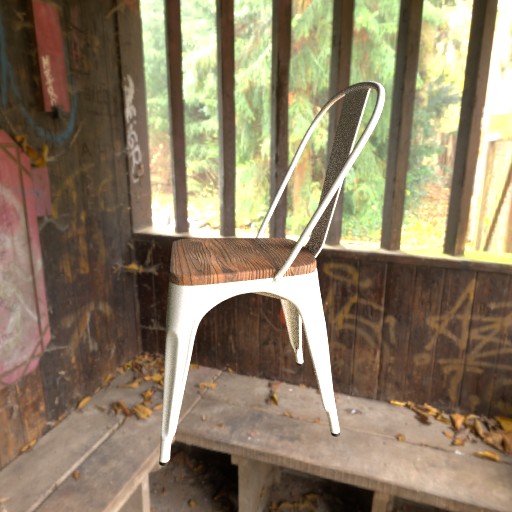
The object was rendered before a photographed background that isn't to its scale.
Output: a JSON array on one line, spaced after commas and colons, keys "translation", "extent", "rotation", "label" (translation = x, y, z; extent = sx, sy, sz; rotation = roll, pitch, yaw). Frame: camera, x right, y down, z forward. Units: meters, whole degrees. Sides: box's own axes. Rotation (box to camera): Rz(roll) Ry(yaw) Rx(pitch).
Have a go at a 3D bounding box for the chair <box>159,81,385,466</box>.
[{"translation": [0.000, 0.000, 1.152], "extent": [0.521, 0.851, 0.452], "rotation": [-2, 16, -9], "label": "chair"}]
